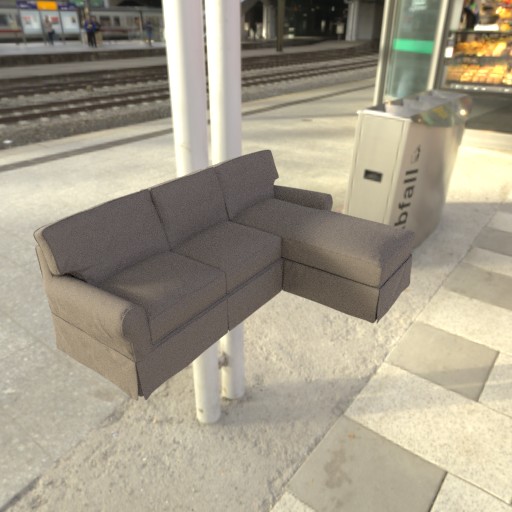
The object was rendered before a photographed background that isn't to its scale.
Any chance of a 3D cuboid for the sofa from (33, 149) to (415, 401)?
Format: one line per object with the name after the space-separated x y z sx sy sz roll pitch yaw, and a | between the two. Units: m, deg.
0.000 0.000 3.313 1.733 0.978 2.475 18 33 31 | sofa
